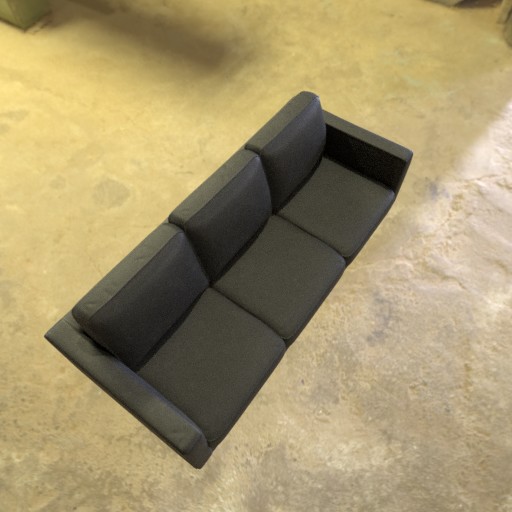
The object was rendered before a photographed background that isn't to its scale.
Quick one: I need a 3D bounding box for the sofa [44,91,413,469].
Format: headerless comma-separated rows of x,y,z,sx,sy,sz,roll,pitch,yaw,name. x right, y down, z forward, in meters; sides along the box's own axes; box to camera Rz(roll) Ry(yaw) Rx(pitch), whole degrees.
0.000,0.000,2.461,0.879,0.899,2.029,32,63,18,sofa
